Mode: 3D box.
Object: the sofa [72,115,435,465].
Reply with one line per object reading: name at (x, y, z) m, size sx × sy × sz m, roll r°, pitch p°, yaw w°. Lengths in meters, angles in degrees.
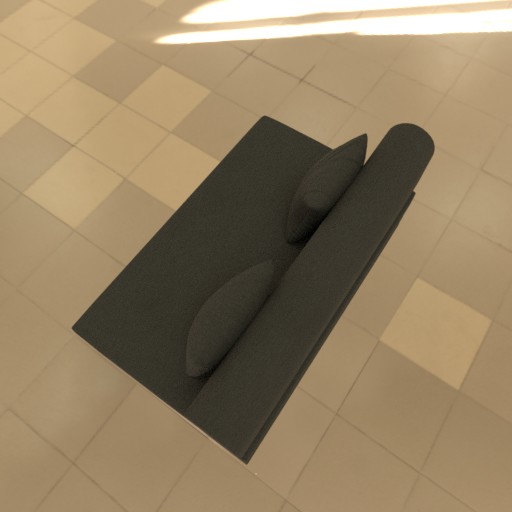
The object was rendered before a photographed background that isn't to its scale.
sofa at (0.000, 0.000, 1.695) m, size 0.762 × 0.670 × 1.225 m, roll 32°, pitch 68°, yaw 15°
